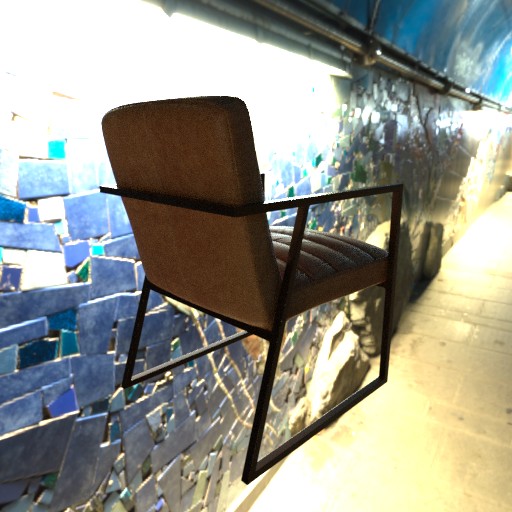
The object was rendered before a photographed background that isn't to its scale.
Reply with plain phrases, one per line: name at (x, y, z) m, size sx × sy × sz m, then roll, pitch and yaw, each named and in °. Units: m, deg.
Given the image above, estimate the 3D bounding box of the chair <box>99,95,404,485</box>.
chair at (0.000, 0.000, 1.283) m, size 0.677 × 0.832 × 0.571 m, roll -14°, pitch 21°, yaw -43°
